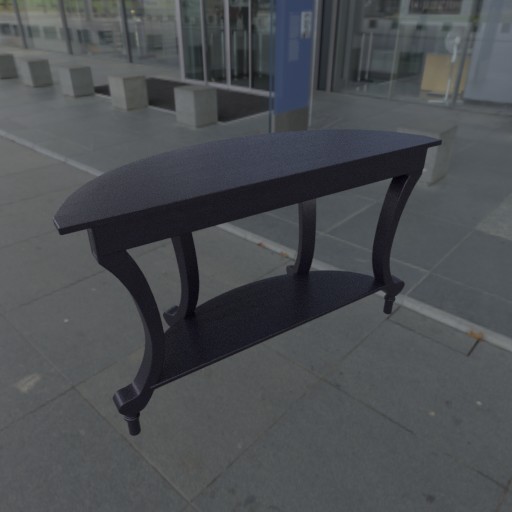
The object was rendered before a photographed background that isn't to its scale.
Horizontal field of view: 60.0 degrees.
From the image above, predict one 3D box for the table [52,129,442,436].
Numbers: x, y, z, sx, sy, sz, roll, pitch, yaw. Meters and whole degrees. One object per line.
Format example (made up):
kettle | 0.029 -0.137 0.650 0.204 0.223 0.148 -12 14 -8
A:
table | 0.000 0.000 1.484 1.198 0.692 0.394 -18 34 -28
